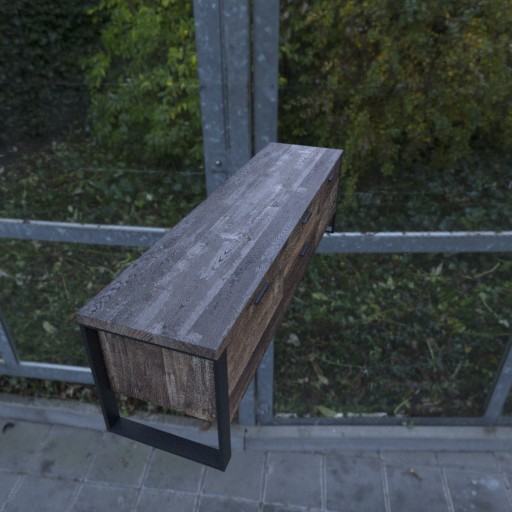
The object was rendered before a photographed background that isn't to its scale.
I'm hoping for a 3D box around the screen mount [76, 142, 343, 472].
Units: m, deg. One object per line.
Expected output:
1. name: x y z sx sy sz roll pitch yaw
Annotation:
1. screen mount: 0.000 0.000 1.771 0.395 0.450 1.524 11 33 17
